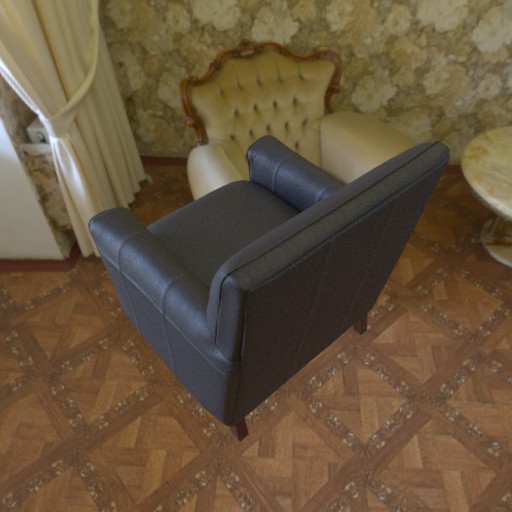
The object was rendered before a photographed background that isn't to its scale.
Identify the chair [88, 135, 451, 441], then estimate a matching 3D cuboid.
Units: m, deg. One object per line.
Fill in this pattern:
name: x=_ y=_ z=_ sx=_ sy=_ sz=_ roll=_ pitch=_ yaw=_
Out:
chair: x=0.000 y=0.000 z=1.617 sx=0.870 sy=0.943 sz=0.825 roll=-32 pitch=53 yaw=-28
